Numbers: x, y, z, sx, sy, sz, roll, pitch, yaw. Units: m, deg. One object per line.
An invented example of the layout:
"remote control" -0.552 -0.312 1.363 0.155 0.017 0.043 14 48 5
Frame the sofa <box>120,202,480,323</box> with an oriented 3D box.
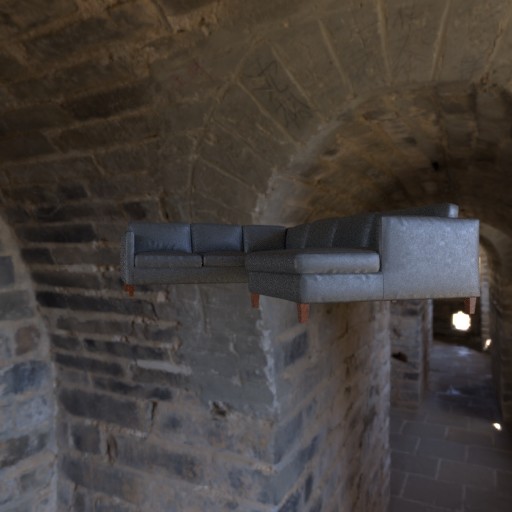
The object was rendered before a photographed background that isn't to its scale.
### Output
"sofa" 0.000 0.000 4.668 2.593 0.923 3.460 0 0 -20
